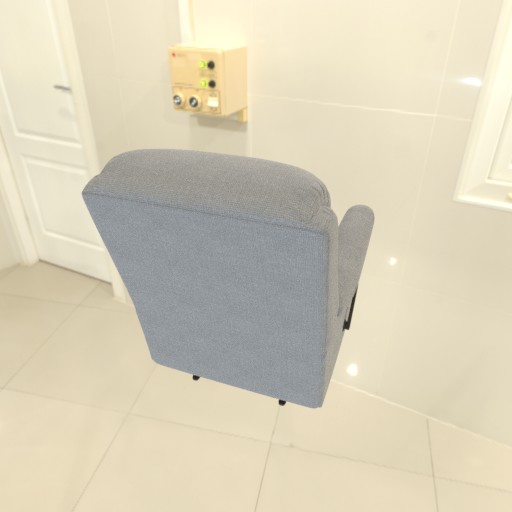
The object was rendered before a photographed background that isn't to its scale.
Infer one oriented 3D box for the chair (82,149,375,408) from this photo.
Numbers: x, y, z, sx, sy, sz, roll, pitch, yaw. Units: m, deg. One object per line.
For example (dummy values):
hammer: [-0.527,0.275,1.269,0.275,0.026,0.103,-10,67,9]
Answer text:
chair: [0.000,0.000,1.818,0.838,1.054,1.014,11,33,17]
